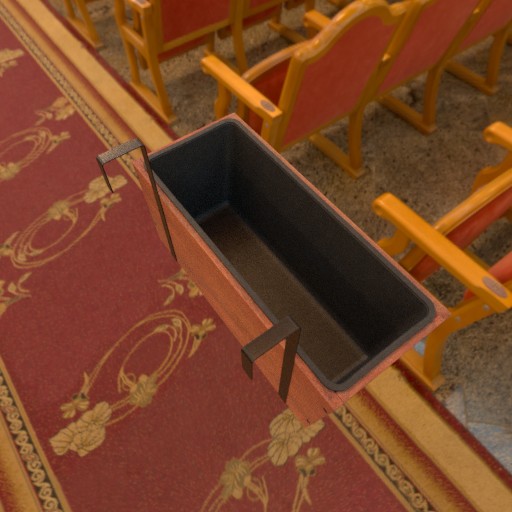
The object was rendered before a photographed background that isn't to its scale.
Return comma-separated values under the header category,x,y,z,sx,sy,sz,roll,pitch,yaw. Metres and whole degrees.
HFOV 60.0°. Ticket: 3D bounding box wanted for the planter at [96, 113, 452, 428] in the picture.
category,x,y,z,sx,sy,sz,roll,pitch,yaw
planter,0.000,0.000,0.657,0.262,0.289,0.480,-32,62,-19
